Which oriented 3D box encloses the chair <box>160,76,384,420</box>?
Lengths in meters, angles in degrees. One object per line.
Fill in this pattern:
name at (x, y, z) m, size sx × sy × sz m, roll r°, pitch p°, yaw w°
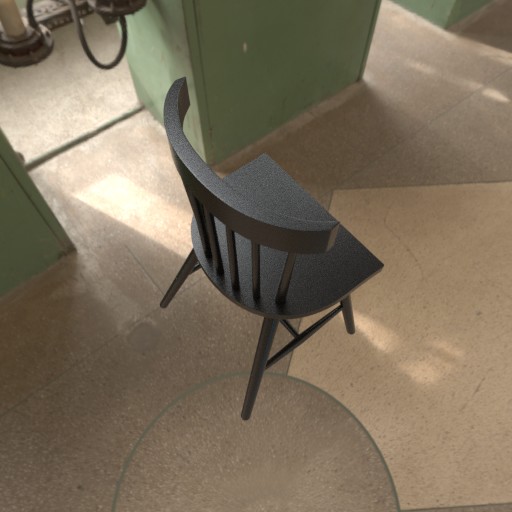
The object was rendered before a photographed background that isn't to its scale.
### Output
chair at (0.000, 0.000, 1.177) m, size 0.483 × 0.844 × 0.506 m, roll -34°, pitch 65°, yaw -18°
